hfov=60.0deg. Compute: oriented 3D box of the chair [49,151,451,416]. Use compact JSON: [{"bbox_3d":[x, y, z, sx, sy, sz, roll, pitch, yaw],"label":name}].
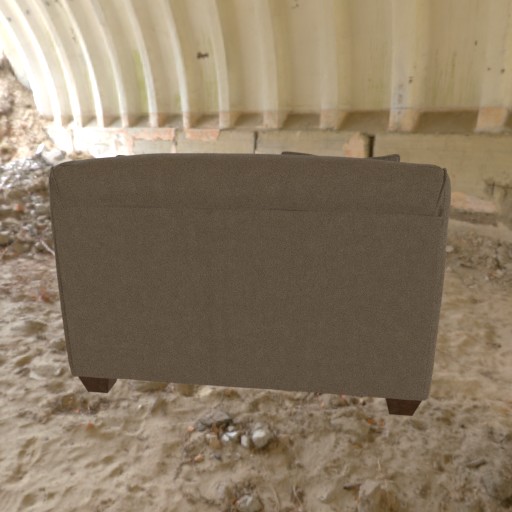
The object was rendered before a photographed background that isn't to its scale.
[{"bbox_3d":[0.000,0.000,2.017,1.395,0.953,0.992,2,16,7],"label":"chair"}]
